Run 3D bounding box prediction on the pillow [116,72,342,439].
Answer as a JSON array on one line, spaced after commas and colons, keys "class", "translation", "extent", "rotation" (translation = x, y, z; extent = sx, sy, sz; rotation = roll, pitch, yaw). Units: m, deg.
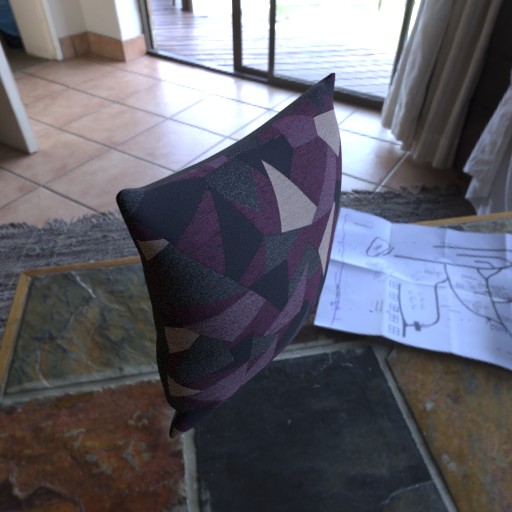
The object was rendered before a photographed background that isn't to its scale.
[{"class": "pillow", "translation": [0.000, 0.000, 0.764], "extent": [0.208, 0.496, 0.503], "rotation": [24, 46, 26]}]
